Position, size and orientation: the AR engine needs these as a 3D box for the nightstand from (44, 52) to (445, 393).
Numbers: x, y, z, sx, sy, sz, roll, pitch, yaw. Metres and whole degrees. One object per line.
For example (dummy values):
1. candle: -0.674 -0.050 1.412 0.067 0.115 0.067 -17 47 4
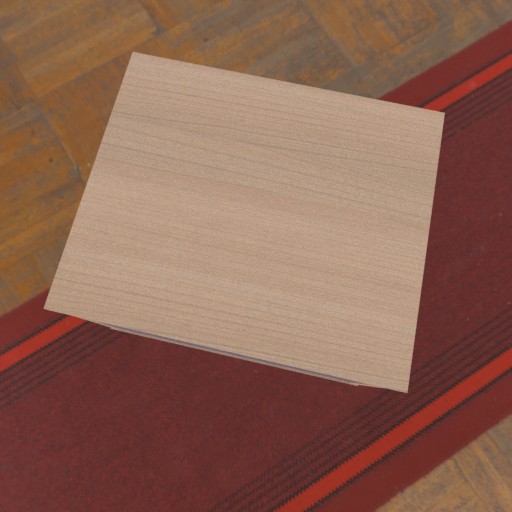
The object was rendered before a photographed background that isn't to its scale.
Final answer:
1. nightstand: 0.000 0.000 0.836 0.450 0.530 0.380 12 76 3
